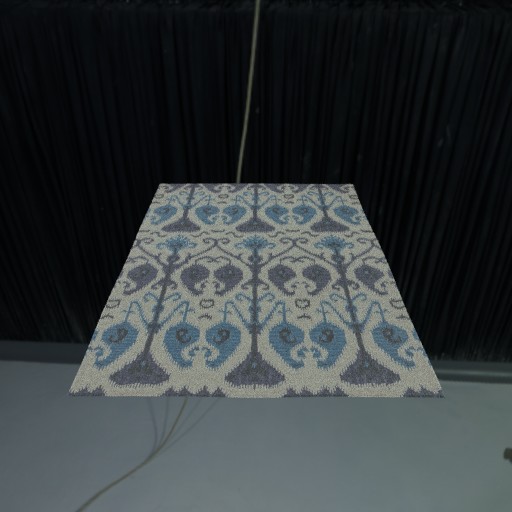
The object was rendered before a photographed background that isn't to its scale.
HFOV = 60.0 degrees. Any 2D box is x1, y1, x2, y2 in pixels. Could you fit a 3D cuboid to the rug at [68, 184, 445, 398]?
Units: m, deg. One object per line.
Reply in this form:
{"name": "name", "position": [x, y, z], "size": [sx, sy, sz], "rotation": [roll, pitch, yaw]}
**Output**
{"name": "rug", "position": [0.000, 0.000, 2.897], "size": [1.676, 0.013, 2.261], "rotation": [0, 33, 0]}
